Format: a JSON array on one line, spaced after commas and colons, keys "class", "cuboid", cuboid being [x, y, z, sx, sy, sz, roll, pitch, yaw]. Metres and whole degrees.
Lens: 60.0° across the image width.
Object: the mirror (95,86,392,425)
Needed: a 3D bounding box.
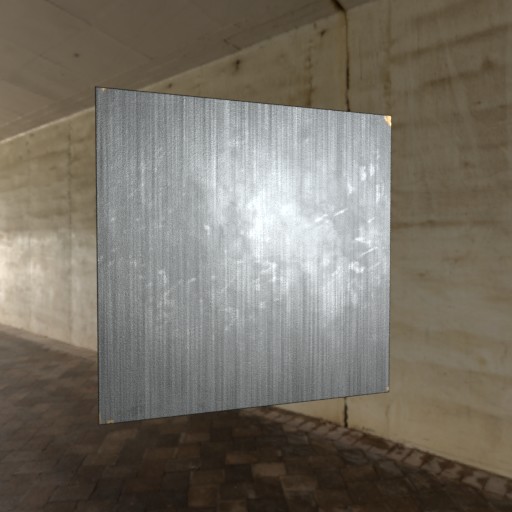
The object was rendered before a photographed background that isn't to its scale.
[{"class": "mirror", "cuboid": [0.000, 0.000, 0.563, 0.382, 0.381, 0.020, 0, 2, -17]}]
